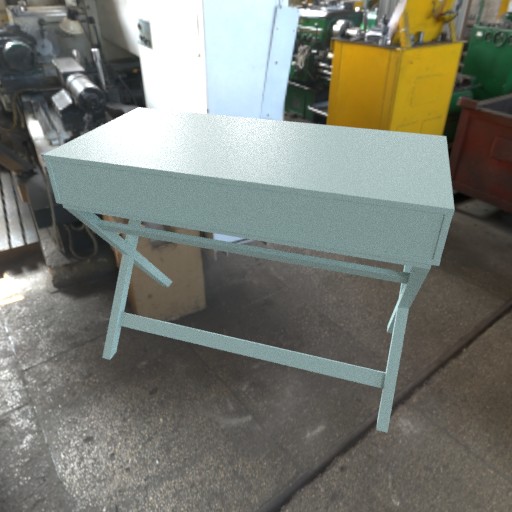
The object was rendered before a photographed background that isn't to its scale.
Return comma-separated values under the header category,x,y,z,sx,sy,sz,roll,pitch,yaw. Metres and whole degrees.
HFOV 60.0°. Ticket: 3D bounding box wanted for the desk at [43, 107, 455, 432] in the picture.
category,x,y,z,sx,sy,sz,roll,pitch,yaw
desk,0.000,0.000,1.502,1.057,0.780,0.525,10,35,15
